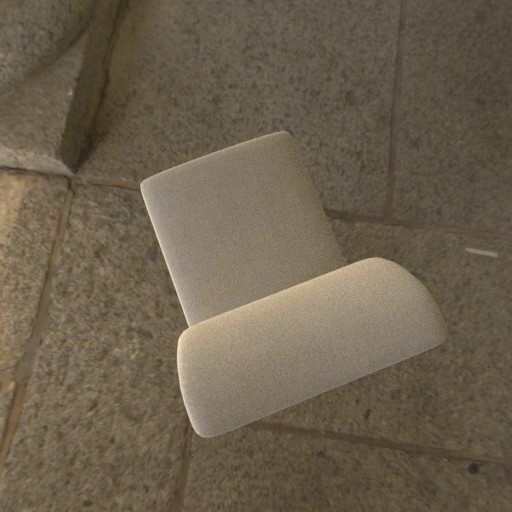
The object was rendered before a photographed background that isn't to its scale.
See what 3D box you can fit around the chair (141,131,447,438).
[{"bbox_3d":[0.000,0.000,1.289,0.521,0.833,0.754,-21,78,-5],"label":"chair"}]
